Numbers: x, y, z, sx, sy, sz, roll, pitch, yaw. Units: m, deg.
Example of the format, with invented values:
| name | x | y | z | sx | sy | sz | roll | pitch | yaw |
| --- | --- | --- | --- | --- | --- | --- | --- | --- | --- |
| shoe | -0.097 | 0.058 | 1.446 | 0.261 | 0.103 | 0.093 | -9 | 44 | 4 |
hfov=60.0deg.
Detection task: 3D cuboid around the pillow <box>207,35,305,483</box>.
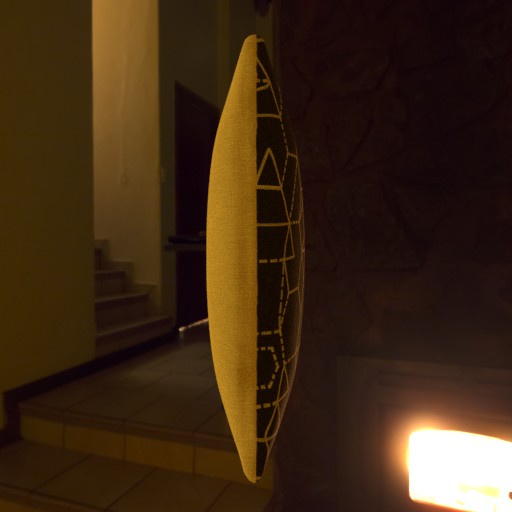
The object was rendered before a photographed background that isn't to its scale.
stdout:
| name | x | y | z | sx | sy | sz | roll | pitch | yaw |
| --- | --- | --- | --- | --- | --- | --- | --- | --- | --- |
| pillow | 0.000 | 0.000 | 0.756 | 0.158 | 0.508 | 0.517 | 0 | 1 | 1 |
